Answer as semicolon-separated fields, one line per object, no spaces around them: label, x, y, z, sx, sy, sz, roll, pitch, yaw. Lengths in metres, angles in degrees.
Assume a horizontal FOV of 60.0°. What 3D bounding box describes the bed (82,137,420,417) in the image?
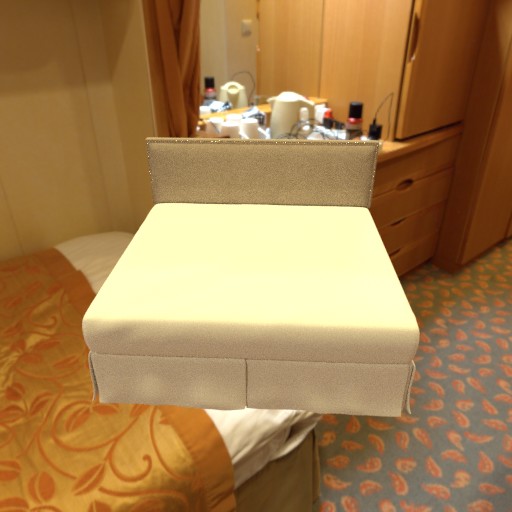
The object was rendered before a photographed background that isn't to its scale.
bed;0.000;0.000;3.466;2.170;1.346;1.914;1;29;3
